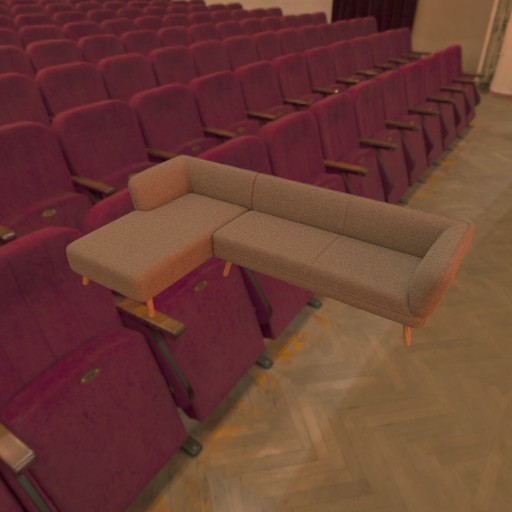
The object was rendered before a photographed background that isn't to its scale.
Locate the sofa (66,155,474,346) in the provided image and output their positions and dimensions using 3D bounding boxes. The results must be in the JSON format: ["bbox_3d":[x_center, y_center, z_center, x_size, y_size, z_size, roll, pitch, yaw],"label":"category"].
[{"bbox_3d":[0.000,0.000,3.298,2.653,0.693,1.532,19,36,28],"label":"sofa"}]
